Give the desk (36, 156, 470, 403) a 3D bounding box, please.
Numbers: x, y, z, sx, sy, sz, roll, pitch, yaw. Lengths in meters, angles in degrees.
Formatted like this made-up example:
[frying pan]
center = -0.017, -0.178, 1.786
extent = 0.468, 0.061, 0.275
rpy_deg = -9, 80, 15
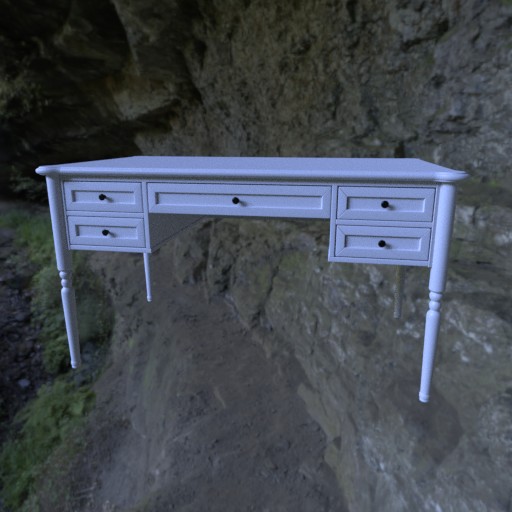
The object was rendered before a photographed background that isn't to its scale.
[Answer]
[desk]
center = 0.000, 0.000, 1.831
extent = 1.380, 0.762, 0.807
rpy_deg = 3, 16, 10
